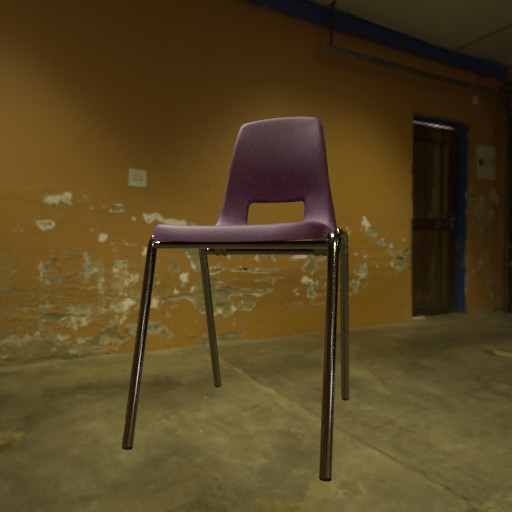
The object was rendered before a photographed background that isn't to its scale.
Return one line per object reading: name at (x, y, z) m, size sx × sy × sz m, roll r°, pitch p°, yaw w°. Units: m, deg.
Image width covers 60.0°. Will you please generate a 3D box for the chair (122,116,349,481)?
chair at (0.000, 0.000, 0.945) m, size 0.381 × 0.704 × 0.432 m, roll 0°, pitch 1°, yaw 18°
